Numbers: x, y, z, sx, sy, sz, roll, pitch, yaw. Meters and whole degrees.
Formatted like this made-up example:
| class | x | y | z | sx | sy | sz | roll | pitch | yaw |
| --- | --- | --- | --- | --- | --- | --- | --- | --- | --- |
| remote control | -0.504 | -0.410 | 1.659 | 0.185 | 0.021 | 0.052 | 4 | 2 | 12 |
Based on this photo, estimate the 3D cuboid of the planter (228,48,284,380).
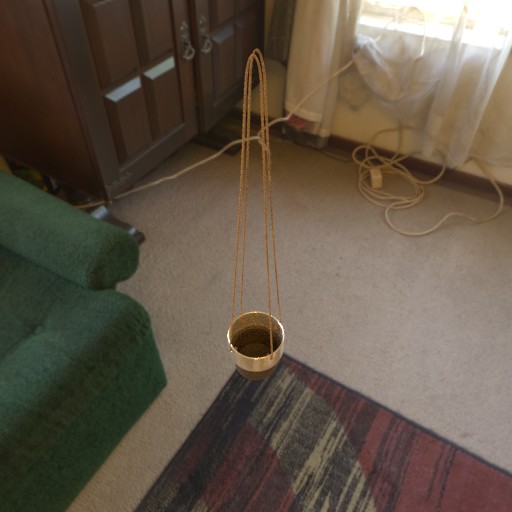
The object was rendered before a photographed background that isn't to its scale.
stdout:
| class | x | y | z | sx | sy | sz | roll | pitch | yaw |
| --- | --- | --- | --- | --- | --- | --- | --- | --- | --- |
| planter | 0.000 | 0.000 | 1.188 | 0.187 | 1.073 | 0.187 | 10 | 47 | 9 |
